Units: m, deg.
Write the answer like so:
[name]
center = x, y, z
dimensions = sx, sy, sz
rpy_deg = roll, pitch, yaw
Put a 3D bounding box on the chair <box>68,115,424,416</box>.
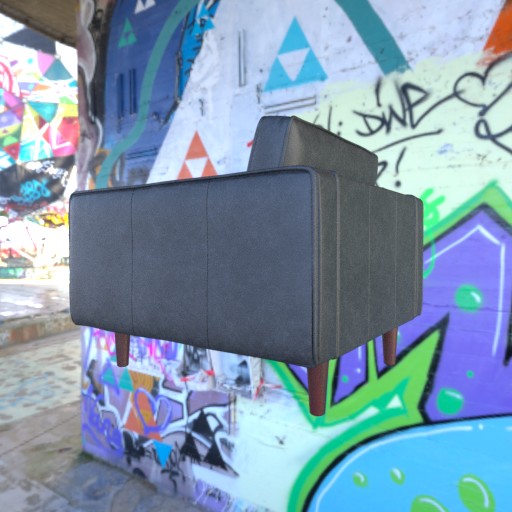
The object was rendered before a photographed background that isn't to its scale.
[chair]
center = 0.000, 0.000, 1.536
dimensions = 0.914, 0.763, 0.889
rpy_deg = 1, 2, 35
